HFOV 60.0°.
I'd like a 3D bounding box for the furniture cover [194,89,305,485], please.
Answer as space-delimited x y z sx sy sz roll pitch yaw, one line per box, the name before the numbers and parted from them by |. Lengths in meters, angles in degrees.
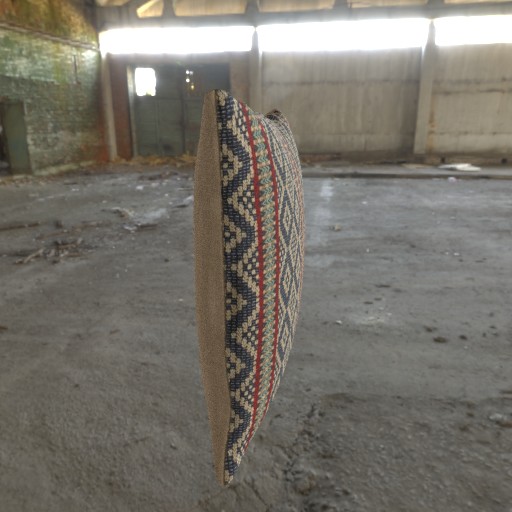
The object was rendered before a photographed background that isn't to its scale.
furniture cover | 0.000 0.000 0.653 0.139 0.431 0.431 3 17 10
